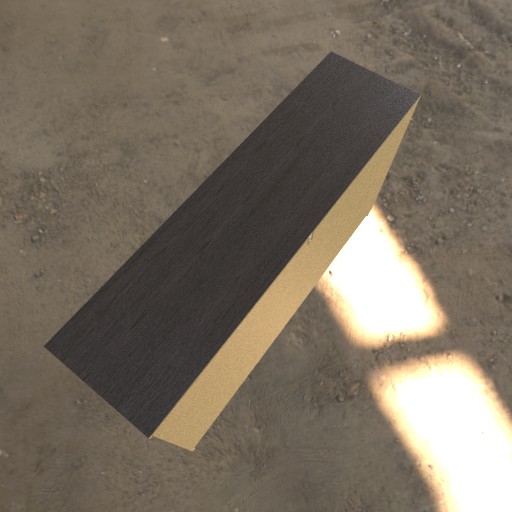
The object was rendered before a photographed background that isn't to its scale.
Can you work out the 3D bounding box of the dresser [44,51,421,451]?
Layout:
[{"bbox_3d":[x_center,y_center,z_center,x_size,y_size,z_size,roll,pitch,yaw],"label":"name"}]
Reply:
[{"bbox_3d":[0.000,0.000,1.664,0.401,0.755,1.360,34,68,15],"label":"dresser"}]
